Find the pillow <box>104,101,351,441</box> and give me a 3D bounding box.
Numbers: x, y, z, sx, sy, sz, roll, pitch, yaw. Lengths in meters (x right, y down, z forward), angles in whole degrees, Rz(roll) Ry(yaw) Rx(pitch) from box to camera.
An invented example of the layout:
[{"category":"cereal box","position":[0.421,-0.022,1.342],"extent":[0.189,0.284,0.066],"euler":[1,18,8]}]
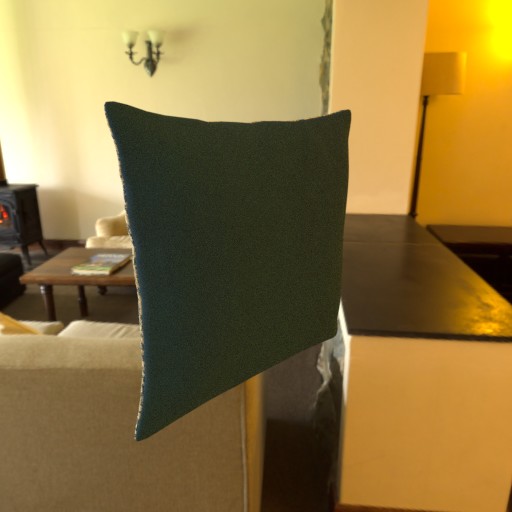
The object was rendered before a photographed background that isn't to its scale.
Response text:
[{"category":"pillow","position":[0.000,0.000,0.795],"extent":[0.523,0.510,0.166],"euler":[-15,23,-41]}]
